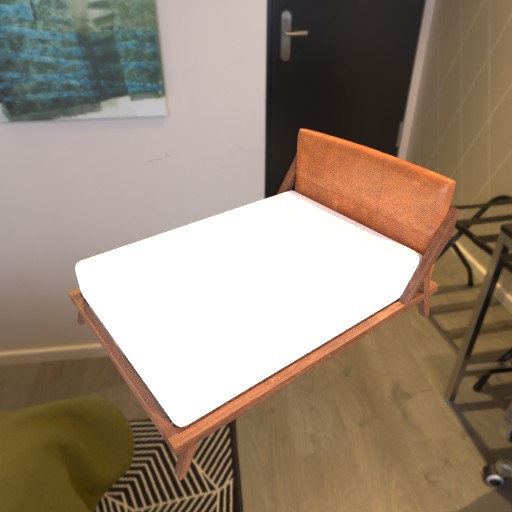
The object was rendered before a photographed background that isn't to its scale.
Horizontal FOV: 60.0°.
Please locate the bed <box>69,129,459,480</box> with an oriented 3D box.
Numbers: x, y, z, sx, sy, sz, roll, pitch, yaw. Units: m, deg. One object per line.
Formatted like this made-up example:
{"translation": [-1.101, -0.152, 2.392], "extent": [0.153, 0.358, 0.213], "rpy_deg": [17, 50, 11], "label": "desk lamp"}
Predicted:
{"translation": [0.000, 0.000, 3.241], "extent": [2.311, 1.168, 1.651], "rpy_deg": [-22, 39, -31], "label": "bed"}
